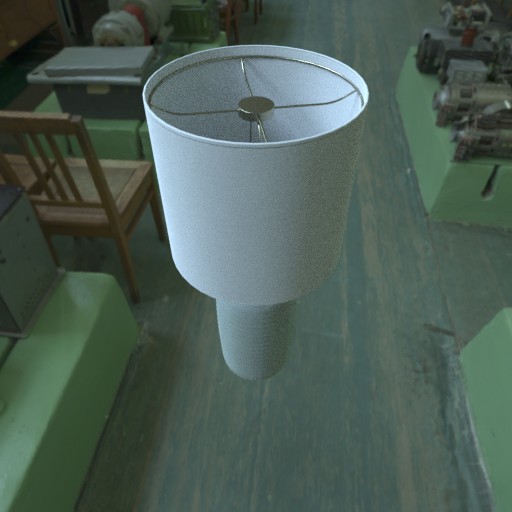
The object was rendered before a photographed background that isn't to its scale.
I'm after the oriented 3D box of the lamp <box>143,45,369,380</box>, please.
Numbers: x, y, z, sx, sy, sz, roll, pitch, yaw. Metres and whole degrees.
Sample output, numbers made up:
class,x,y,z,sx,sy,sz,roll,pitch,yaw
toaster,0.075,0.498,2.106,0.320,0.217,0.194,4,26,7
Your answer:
class,x,y,z,sx,sy,sz,roll,pitch,yaw
lamp,0.000,0.000,0.605,0.220,0.475,0.220,3,45,4
